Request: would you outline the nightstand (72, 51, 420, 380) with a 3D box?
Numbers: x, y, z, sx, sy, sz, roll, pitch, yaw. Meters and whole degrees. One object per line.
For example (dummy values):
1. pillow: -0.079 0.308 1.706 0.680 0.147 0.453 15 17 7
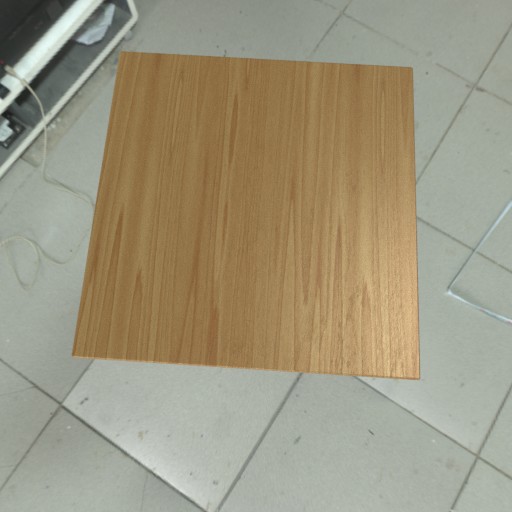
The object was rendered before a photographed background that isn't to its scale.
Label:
1. nightstand: 0.000 0.000 0.876 0.418 0.614 0.428 4 76 1
